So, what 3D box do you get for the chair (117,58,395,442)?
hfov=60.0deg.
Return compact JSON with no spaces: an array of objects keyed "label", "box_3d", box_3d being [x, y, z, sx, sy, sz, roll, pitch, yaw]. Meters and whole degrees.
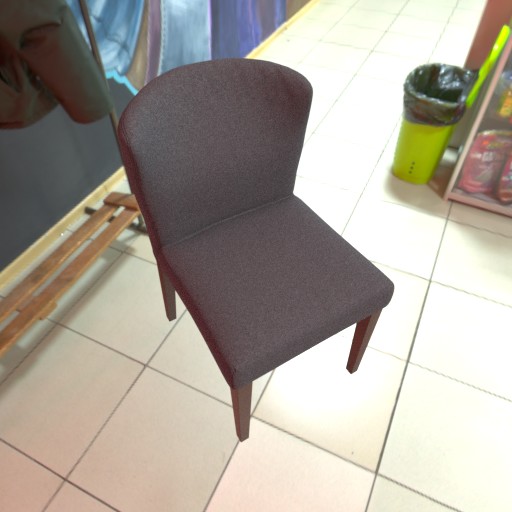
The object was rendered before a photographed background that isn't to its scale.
[{"label":"chair","box_3d":[0.000,0.000,1.199,0.491,0.839,0.592,-24,52,-21]}]
